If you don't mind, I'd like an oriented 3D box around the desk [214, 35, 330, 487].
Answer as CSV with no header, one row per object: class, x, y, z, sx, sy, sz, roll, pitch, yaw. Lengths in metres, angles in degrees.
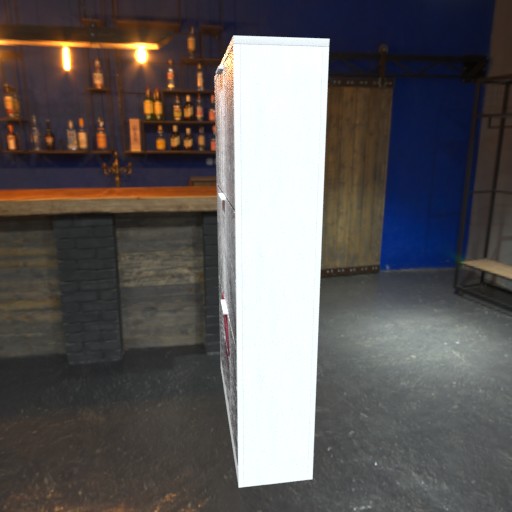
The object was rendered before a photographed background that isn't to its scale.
desk,0.000,0.000,1.583,0.250,1.280,0.750,-2,15,-8
